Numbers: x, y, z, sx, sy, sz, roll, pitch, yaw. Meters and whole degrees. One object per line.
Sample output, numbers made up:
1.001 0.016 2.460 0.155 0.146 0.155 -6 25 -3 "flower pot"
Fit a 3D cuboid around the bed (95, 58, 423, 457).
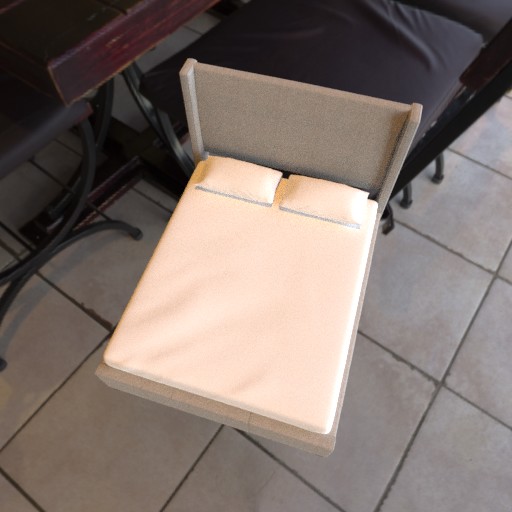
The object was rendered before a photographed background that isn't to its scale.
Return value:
0.000 0.000 3.333 1.774 1.491 2.222 15 60 9 "bed"
